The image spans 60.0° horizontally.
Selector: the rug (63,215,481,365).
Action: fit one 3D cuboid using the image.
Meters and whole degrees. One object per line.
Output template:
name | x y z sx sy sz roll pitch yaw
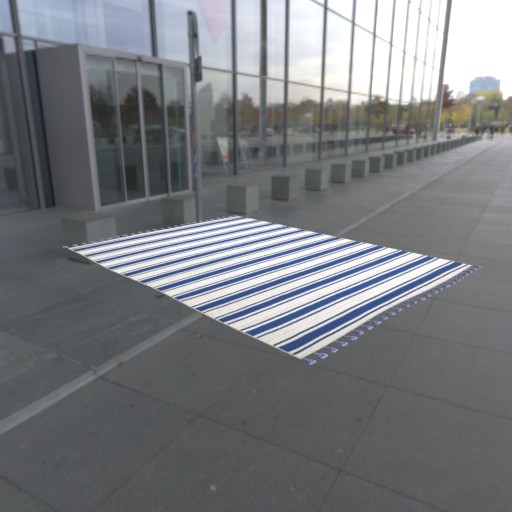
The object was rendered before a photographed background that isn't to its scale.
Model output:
rug | 0.000 0.000 4.379 2.471 0.016 3.416 -15 22 -42
